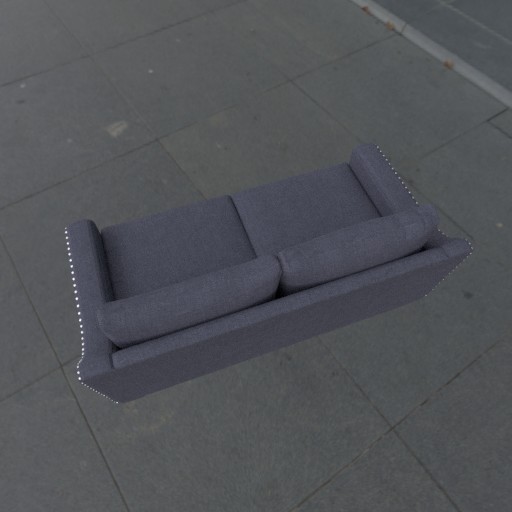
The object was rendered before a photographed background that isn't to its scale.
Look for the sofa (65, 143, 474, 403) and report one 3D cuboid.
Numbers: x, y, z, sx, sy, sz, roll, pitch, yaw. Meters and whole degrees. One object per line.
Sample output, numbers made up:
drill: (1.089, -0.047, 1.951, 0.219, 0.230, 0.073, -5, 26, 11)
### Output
sofa: (0.000, 0.000, 3.315, 2.550, 1.196, 1.336, -17, 60, -10)
